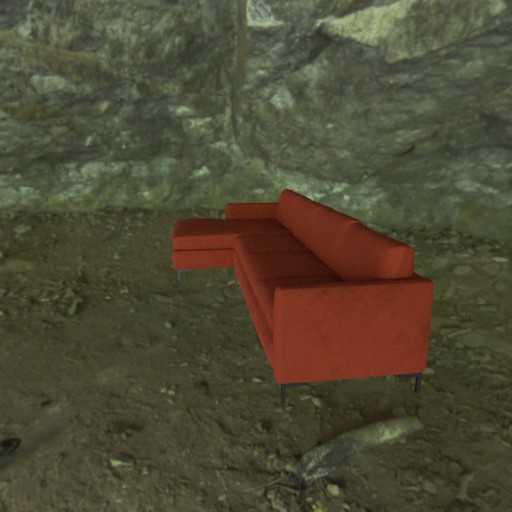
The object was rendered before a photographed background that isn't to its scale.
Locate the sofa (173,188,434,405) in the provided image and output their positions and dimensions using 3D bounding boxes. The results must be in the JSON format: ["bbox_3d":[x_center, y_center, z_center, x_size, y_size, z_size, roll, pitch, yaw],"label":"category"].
[{"bbox_3d":[0.000,0.000,2.936,1.136,0.663,2.467,-2,15,-8],"label":"sofa"}]
